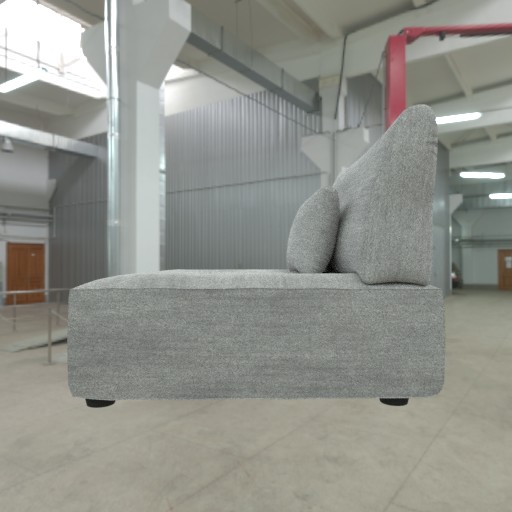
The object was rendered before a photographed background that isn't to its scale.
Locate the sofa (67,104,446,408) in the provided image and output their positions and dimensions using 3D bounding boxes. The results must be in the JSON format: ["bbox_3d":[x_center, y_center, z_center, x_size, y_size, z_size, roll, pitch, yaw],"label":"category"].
[{"bbox_3d":[0.000,0.000,1.630,1.000,0.820,0.930,0,-1,-1],"label":"sofa"}]
